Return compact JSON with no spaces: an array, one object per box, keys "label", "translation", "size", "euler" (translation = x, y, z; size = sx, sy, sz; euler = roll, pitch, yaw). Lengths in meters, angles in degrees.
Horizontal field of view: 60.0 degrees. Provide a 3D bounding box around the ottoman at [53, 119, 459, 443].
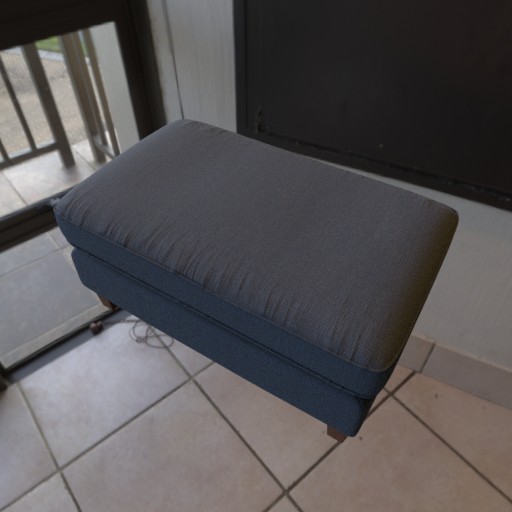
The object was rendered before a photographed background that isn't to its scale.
[{"label":"ottoman","translation":[0.000,0.000,1.213],"size":[0.885,0.438,0.570],"euler":[24,51,22]}]
